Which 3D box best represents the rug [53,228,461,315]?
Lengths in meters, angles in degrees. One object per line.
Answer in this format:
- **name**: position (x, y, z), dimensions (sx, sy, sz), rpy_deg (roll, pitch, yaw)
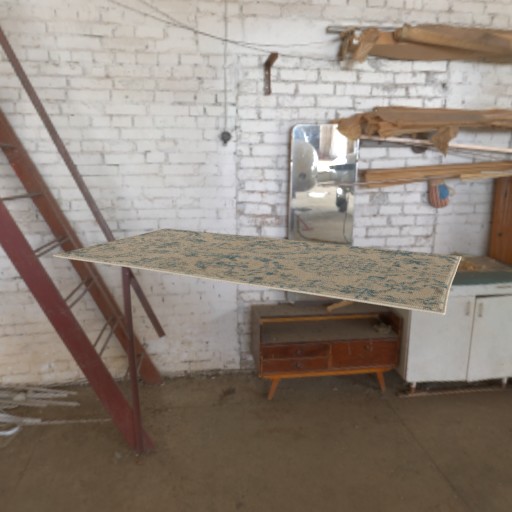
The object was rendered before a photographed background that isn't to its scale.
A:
- **rug**: position (0.000, 0.000, 1.474), dimensions (1.220, 0.007, 0.605), rpy_deg (7, 15, 26)
